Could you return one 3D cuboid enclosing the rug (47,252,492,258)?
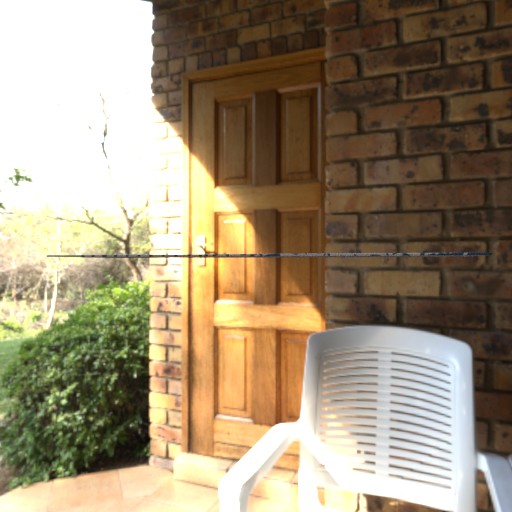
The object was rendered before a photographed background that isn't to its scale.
[{"bbox_3d":[0.000,0.000,2.694,2.435,0.011,0.750,0,-1,17],"label":"rug"}]
